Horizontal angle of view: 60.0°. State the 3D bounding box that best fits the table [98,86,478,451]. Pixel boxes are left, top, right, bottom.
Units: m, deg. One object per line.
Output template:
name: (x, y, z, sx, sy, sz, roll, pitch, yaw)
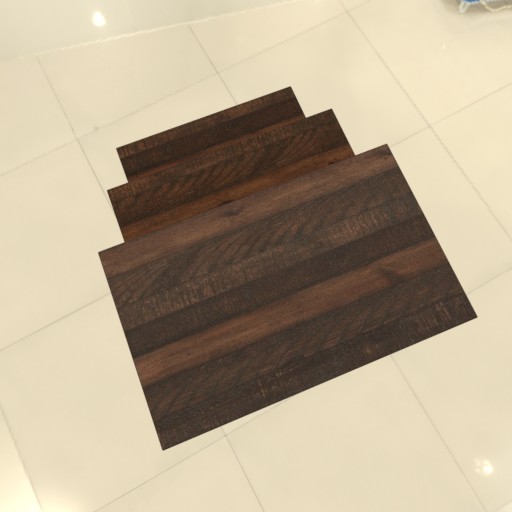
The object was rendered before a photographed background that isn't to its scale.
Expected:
table: (0.000, 0.000, 1.153, 0.608, 0.616, 0.660, -21, 77, -5)
